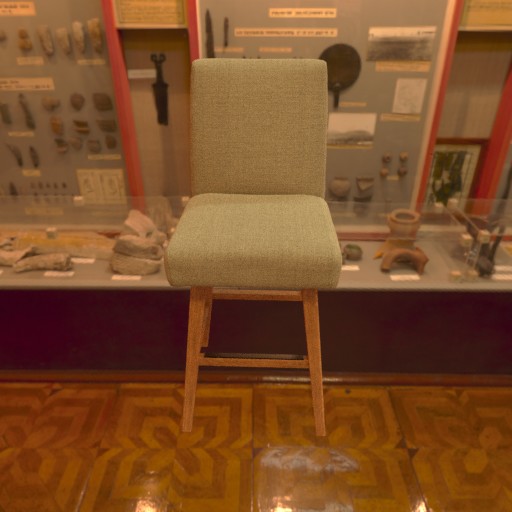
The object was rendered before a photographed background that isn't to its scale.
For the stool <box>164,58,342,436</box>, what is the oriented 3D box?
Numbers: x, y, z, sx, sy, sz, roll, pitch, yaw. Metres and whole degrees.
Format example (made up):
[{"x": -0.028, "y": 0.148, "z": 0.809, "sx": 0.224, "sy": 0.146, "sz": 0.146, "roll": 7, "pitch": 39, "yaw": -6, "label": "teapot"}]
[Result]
[{"x": 0.000, "y": 0.000, "z": 1.422, "sx": 0.483, "sy": 1.106, "sz": 0.569, "roll": 1, "pitch": 31, "yaw": 2, "label": "stool"}]
